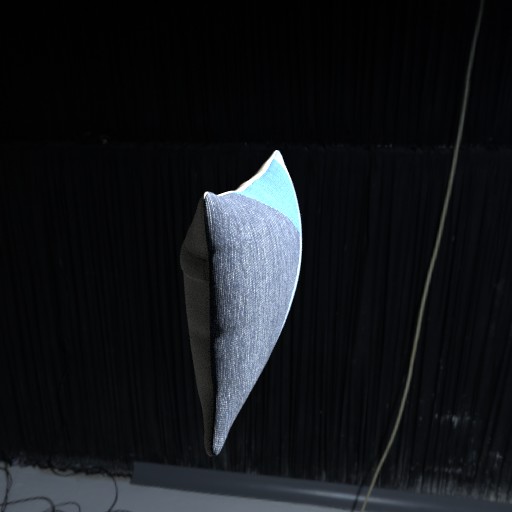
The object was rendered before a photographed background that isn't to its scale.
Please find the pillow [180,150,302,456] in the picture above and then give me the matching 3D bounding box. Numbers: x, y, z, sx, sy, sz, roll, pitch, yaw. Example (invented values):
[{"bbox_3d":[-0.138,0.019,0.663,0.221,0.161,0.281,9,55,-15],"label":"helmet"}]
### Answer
[{"bbox_3d":[0.000,0.000,0.741,0.148,0.307,0.604,3,17,9],"label":"pillow"}]
